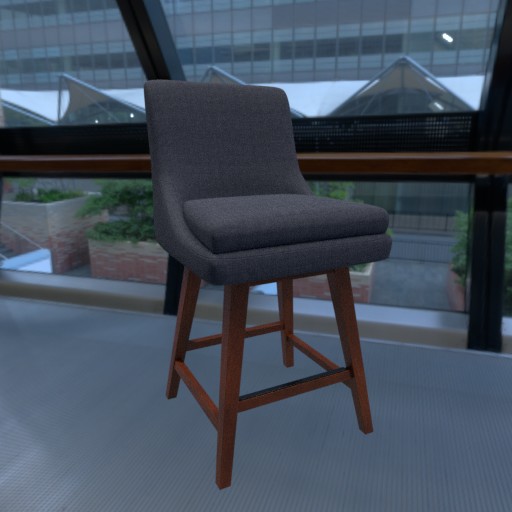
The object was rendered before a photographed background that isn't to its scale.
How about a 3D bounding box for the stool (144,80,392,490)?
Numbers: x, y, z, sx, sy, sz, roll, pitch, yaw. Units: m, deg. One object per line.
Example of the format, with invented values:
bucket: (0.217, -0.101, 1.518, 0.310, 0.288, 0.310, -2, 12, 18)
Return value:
stool: (0.000, 0.000, 1.158, 0.467, 0.895, 0.524, -7, 16, -26)
